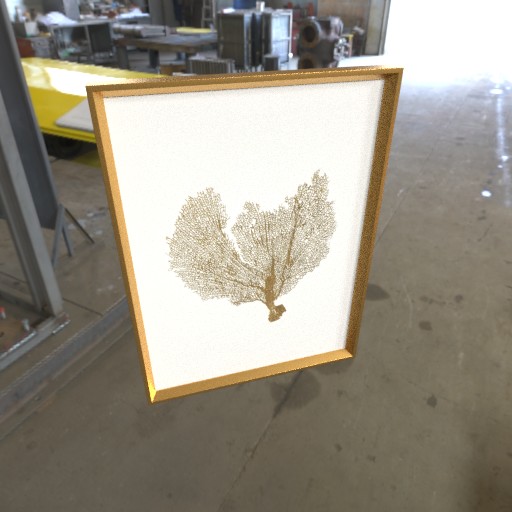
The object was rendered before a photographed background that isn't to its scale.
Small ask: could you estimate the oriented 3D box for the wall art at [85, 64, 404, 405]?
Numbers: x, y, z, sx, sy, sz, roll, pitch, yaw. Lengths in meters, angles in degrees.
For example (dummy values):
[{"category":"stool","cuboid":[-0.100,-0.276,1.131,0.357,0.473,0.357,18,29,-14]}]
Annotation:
[{"category":"wall art","cuboid":[0.000,0.000,1.050,0.610,0.812,0.038,-9,34,-14]}]
